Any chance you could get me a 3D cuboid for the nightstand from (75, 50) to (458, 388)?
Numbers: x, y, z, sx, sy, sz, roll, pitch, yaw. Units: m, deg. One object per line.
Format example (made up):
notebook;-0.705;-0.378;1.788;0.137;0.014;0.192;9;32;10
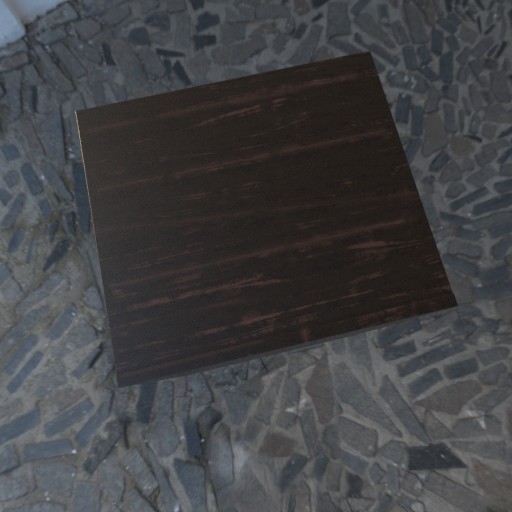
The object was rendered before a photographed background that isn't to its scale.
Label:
nightstand;0.000;0.000;0.816;0.400;0.559;0.356;-13;77;-3
